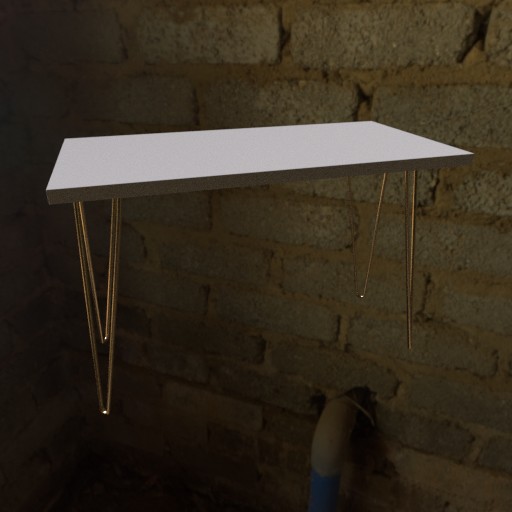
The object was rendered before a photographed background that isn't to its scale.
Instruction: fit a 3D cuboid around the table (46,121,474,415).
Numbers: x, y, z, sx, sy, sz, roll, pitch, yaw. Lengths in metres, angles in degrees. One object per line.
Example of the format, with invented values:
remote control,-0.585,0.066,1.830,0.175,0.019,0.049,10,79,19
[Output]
table,0.000,0.000,1.334,0.991,0.660,0.498,-8,27,-15
